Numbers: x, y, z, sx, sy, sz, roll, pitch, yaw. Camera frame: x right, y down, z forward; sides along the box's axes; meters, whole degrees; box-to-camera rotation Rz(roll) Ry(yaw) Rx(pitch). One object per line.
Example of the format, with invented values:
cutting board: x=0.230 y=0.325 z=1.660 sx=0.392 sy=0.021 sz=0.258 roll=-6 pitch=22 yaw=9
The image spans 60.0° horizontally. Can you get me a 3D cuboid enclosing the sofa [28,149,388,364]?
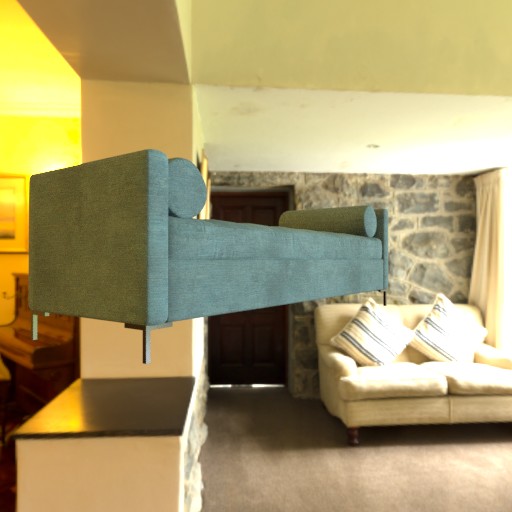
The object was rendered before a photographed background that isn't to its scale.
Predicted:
sofa: x=0.000 y=0.000 z=2.262 sx=0.686 sy=0.635 sz=1.981 roll=0 pitch=0 yaw=36
